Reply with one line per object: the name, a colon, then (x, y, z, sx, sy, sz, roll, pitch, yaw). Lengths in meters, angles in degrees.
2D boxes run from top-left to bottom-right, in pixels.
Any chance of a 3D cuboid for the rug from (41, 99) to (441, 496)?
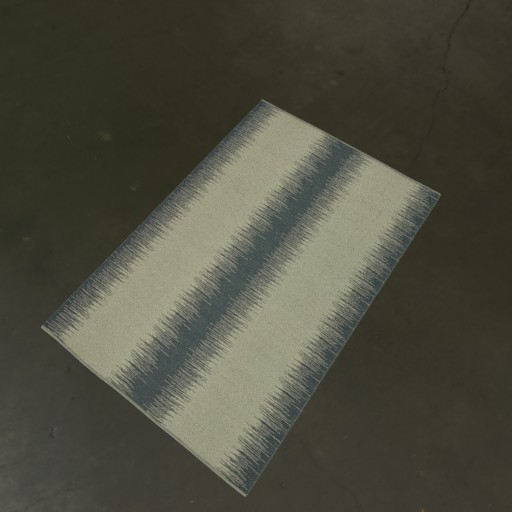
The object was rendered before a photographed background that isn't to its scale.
rug: (0.000, 0.000, 2.315, 1.234, 0.006, 1.854, 33, 68, 15)
